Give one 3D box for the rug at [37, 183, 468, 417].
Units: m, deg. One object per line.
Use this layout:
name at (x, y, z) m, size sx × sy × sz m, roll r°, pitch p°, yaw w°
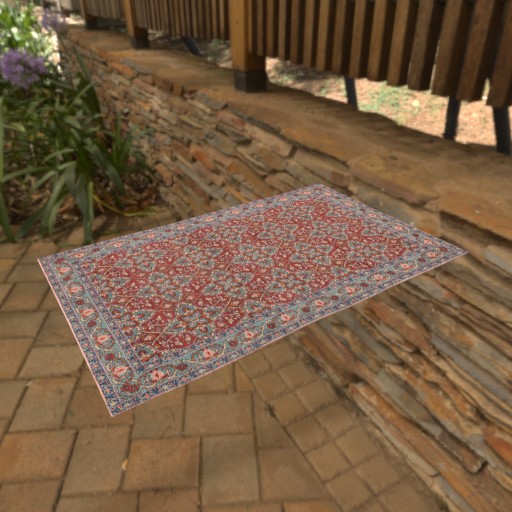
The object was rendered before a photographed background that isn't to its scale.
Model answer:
rug at (0.000, 0.000, 2.951) m, size 2.439 × 0.011 × 1.533 m, roll -19°, pitch 35°, yaw -29°
